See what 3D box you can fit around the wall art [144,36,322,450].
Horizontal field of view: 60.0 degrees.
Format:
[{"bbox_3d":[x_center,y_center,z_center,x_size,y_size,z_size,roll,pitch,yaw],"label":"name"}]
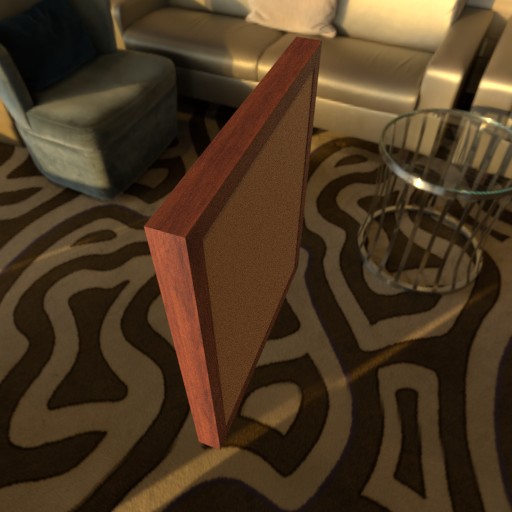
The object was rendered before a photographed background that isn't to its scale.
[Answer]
[{"bbox_3d":[0.000,0.000,0.530,0.030,0.381,0.330,16,49,14],"label":"wall art"}]
